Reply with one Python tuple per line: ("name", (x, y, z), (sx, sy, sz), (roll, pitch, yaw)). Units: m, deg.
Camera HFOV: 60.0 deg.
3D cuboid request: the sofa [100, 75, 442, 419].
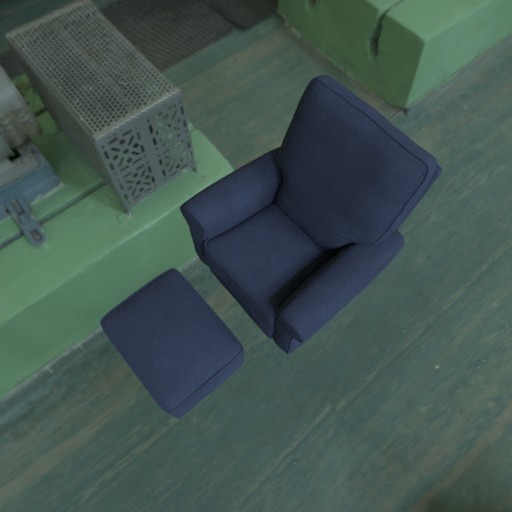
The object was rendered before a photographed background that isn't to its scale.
("sofa", (0.000, 0.000, 2.048), (1.478, 0.959, 0.880), (-38, 70, -16))
